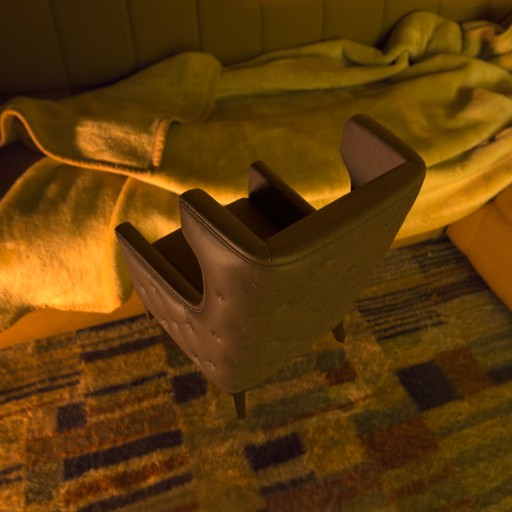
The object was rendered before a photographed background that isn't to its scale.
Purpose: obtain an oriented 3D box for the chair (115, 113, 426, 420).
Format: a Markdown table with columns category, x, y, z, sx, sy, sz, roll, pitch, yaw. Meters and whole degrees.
| category | x | y | z | sx | sy | sz | roll | pitch | yaw |
| --- | --- | --- | --- | --- | --- | --- | --- | --- | --- |
| chair | 0.000 | 0.000 | 1.706 | 0.769 | 1.079 | 0.899 | -30 | 53 | -26 |
